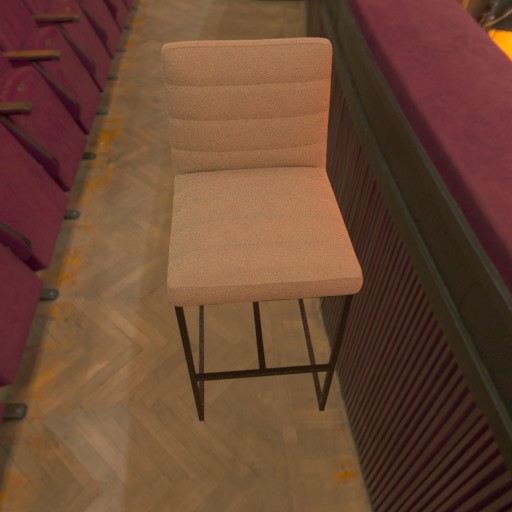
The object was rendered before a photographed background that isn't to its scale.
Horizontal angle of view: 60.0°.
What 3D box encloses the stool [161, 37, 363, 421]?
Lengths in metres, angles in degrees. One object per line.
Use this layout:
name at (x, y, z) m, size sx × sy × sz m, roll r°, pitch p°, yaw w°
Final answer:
stool at (0.000, 0.000, 1.342) m, size 0.464 × 1.061 × 0.573 m, roll -4°, pitch 46°, yaw -3°
